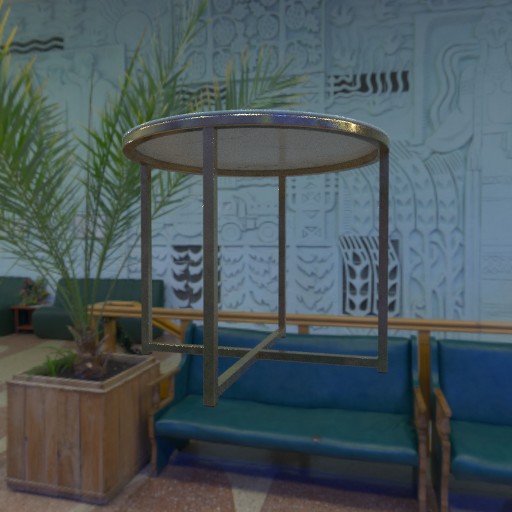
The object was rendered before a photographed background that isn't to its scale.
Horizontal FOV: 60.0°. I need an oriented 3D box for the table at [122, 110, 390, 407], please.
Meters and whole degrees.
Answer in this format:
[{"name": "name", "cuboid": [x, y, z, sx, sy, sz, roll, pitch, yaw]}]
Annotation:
[{"name": "table", "cuboid": [0.000, 0.000, 0.869, 0.500, 0.420, 0.500, 0, 2, 0]}]
